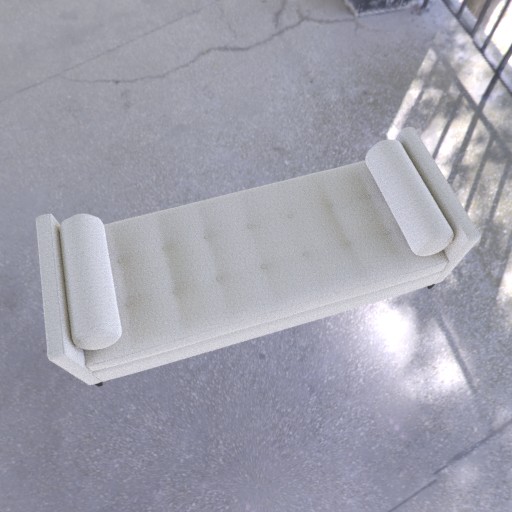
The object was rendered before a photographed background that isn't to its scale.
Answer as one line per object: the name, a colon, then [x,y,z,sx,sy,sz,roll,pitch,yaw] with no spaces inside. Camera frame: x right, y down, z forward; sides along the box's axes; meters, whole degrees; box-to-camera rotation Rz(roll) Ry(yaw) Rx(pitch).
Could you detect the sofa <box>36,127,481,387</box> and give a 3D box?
sofa: [0.000,0.000,2.340,1.985,0.641,0.746,-15,63,-8]
